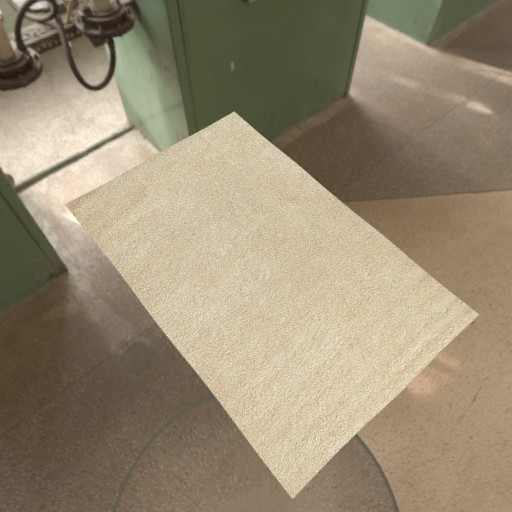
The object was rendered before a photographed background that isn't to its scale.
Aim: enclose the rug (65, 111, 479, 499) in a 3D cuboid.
[{"bbox_3d":[0.000,0.000,2.864,1.500,0.025,2.346,-35,64,-20],"label":"rug"}]
